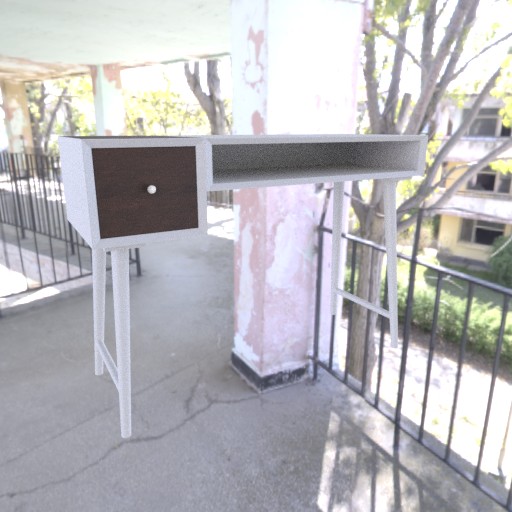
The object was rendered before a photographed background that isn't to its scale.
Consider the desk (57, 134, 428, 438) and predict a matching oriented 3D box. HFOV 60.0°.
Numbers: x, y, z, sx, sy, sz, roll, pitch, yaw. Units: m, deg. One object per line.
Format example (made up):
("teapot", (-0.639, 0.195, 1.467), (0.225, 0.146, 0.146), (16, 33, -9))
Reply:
("desk", (0.000, 0.000, 1.453), (1.069, 0.761, 0.409), (-9, 18, -29))
